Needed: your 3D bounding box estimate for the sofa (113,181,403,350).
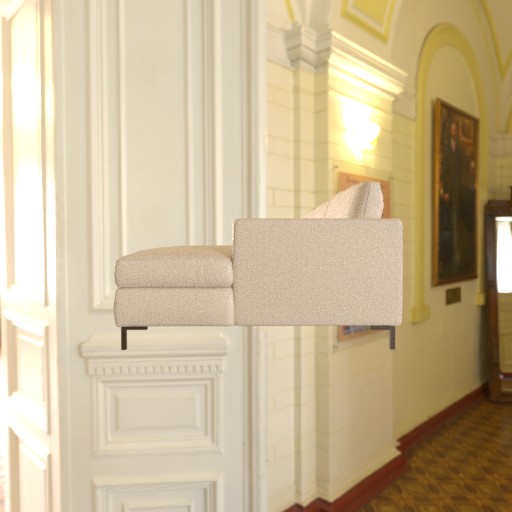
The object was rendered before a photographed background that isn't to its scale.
[{"bbox_3d":[0.000,0.000,3.235,1.258,0.755,2.731,0,1,0],"label":"sofa"}]
